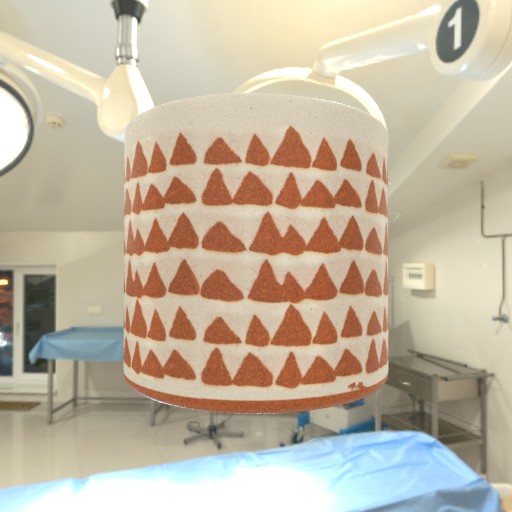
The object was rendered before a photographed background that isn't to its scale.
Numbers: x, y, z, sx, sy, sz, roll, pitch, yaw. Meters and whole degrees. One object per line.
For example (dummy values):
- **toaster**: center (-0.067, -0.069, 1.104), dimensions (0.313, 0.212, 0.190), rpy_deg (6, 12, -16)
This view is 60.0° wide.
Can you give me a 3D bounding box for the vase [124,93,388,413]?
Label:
- **vase**: center (0.000, 0.000, 0.240), dimensions (0.137, 0.127, 0.137), rpy_deg (0, -1, 0)
